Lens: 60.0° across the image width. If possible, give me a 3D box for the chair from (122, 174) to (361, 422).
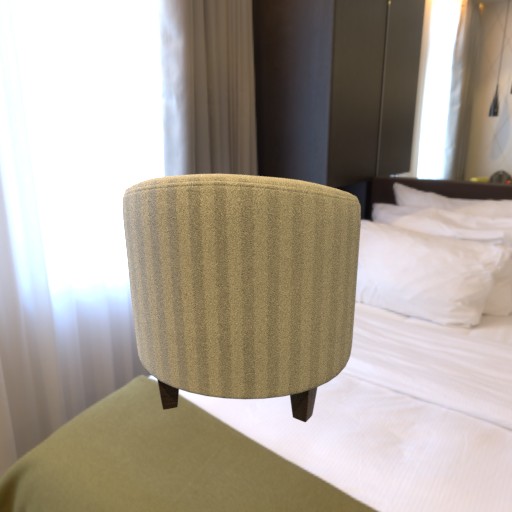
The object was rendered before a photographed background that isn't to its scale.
[{"bbox_3d":[0.000,0.000,1.765,0.756,0.757,1.288,2,16,8],"label":"chair"}]
